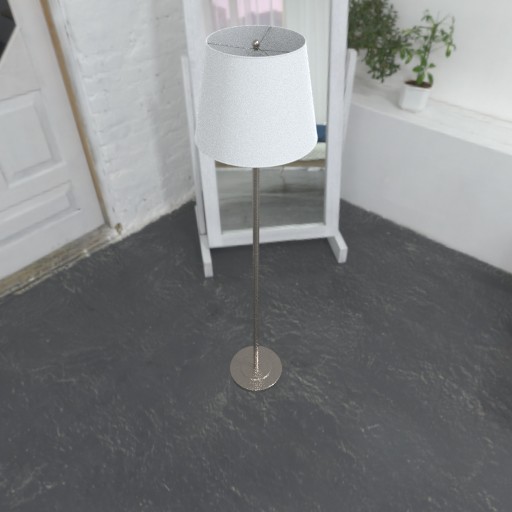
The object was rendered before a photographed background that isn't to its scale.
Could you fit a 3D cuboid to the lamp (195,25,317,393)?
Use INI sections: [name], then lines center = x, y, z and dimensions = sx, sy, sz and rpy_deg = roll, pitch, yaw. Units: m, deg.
[lamp]
center = 0.000, 0.000, 1.610
dimensions = 0.355, 1.473, 0.355
rpy_deg = 0, 43, 0
